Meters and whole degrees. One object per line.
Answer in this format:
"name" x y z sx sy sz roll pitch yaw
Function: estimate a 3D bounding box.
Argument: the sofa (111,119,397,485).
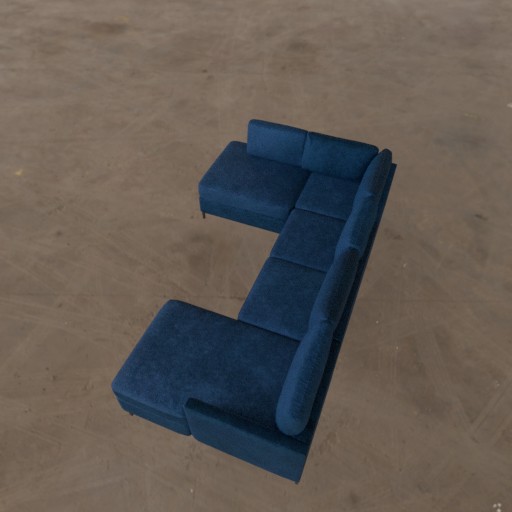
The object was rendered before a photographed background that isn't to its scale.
"sofa" 0.000 0.000 4.339 2.055 0.992 3.434 17 50 15
